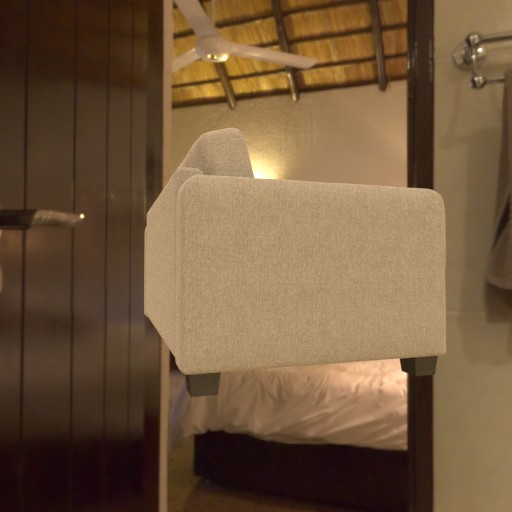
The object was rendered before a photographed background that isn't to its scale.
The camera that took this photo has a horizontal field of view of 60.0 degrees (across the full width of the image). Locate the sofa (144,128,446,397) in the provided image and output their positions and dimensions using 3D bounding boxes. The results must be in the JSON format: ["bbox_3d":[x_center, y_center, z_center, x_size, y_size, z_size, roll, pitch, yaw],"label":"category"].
[{"bbox_3d":[0.000,0.000,2.030,0.900,0.800,1.540,0,-1,-18],"label":"sofa"}]
